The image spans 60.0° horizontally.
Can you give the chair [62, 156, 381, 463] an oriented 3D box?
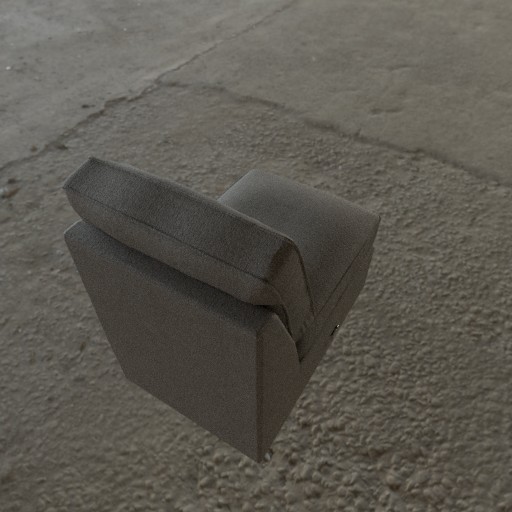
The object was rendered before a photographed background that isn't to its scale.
[{"bbox_3d":[0.000,0.000,1.532,0.621,0.970,0.938,24,50,22],"label":"chair"}]
